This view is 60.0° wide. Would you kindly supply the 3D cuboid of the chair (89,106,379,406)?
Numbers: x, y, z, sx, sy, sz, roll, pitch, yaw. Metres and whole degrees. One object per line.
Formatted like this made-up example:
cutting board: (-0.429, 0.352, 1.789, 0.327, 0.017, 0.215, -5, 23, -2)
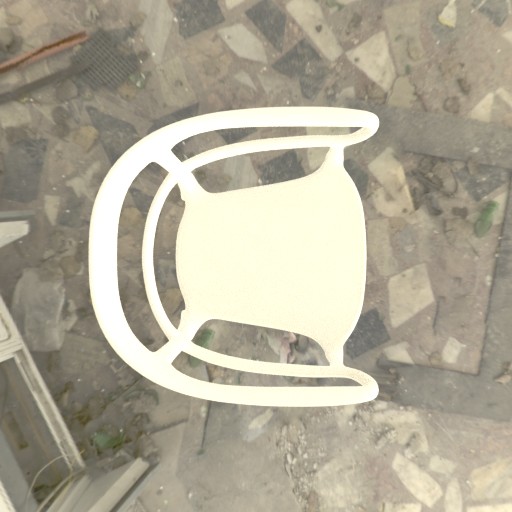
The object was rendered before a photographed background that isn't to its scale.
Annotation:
chair: (0.000, 0.000, 1.087, 0.527, 0.761, 0.559, 0, 90, 1)
